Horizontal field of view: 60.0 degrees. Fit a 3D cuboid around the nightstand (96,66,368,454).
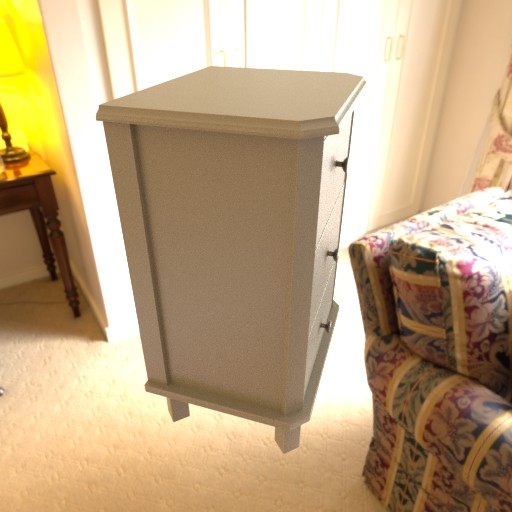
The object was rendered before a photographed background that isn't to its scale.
[{"bbox_3d":[0.000,0.000,0.940,0.348,0.680,0.435,10,32,16],"label":"nightstand"}]
